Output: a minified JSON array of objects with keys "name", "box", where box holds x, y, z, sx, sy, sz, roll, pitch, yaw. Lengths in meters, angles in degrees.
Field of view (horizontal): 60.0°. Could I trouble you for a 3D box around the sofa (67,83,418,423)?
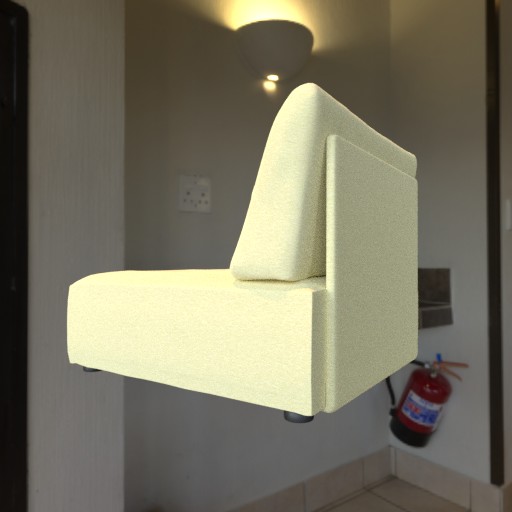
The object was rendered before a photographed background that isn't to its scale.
[{"name":"sofa","box":[0.000,0.000,1.677,1.000,0.820,0.930,-1,-1,35]}]
